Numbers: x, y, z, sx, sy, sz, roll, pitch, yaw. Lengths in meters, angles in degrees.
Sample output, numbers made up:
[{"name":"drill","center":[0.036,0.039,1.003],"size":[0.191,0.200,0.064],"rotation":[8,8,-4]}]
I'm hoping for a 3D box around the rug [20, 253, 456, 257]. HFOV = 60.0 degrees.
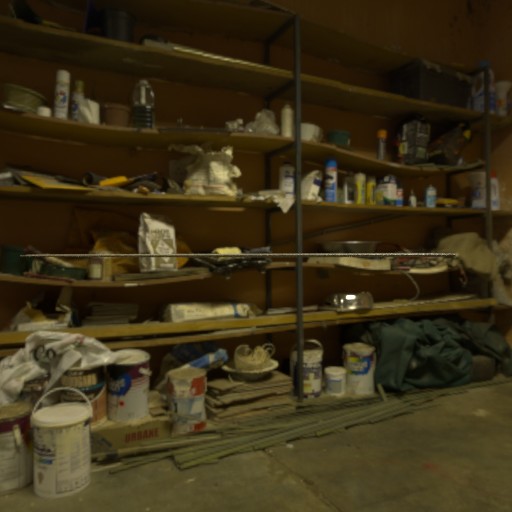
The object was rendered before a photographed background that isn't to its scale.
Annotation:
[{"name":"rug","center":[0.000,0.000,2.844],"size":[2.214,0.013,1.609],"rotation":[0,0,20]}]
